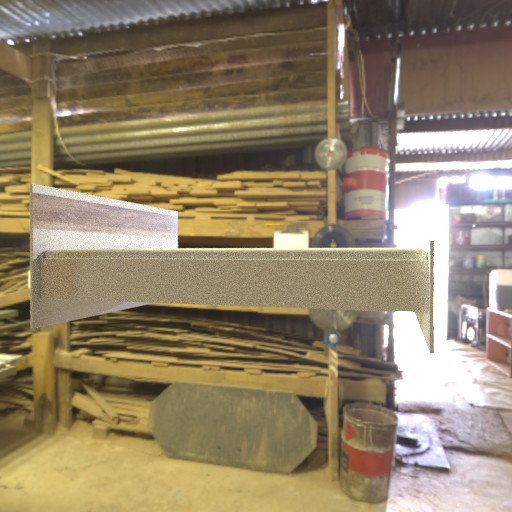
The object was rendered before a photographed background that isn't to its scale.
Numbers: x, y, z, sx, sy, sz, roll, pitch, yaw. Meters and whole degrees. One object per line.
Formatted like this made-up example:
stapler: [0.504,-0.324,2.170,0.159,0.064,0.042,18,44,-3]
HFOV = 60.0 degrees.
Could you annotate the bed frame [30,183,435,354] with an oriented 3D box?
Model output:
bed frame: [0.000,0.000,2.947,2.060,0.800,1.720,0,0,17]
